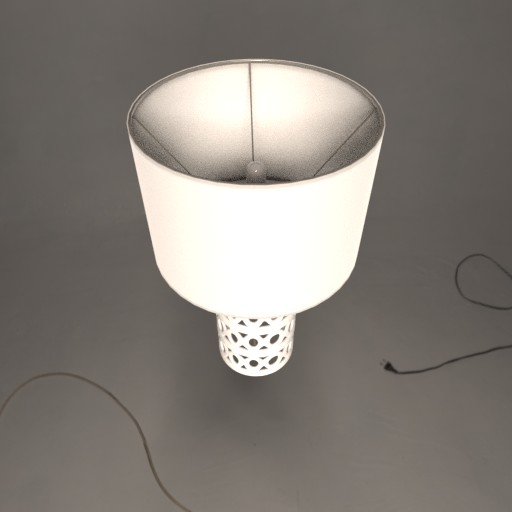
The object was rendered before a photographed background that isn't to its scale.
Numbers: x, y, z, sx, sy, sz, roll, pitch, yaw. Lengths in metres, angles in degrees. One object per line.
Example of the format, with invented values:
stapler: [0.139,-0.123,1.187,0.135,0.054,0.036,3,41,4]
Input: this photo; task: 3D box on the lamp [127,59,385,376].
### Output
lamp: [0.000,0.000,0.713,0.310,0.502,0.310,0,45,0]
